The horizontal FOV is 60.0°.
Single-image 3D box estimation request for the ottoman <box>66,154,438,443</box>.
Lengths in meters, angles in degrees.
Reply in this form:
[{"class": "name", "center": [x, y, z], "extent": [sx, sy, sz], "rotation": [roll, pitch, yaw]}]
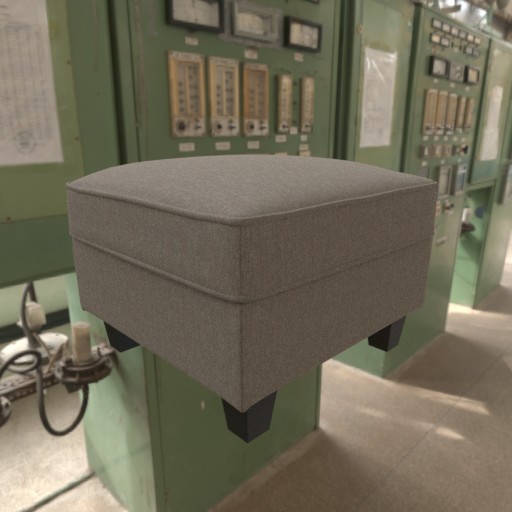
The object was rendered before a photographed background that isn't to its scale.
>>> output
[{"class": "ottoman", "center": [0.000, 0.000, 1.388], "extent": [0.871, 0.612, 0.808], "rotation": [-15, 22, -42]}]
